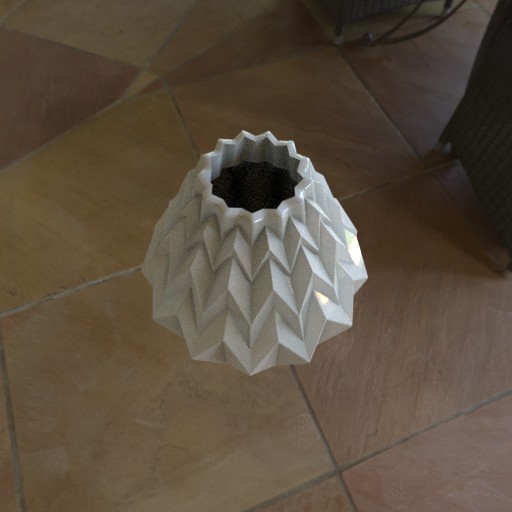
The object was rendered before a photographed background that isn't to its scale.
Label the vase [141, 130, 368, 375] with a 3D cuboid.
[{"bbox_3d":[0.000,0.000,0.317,0.164,0.185,0.164,0,61,0],"label":"vase"}]
